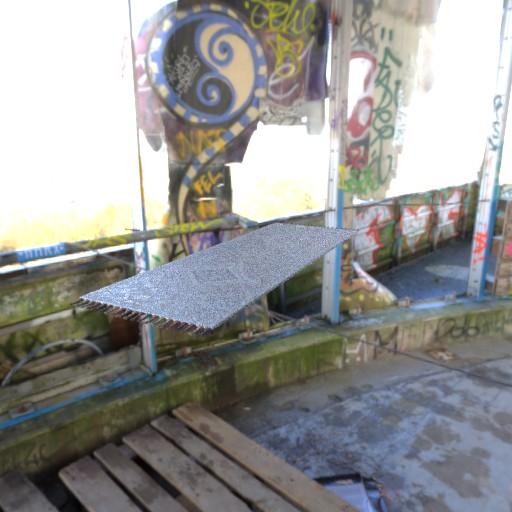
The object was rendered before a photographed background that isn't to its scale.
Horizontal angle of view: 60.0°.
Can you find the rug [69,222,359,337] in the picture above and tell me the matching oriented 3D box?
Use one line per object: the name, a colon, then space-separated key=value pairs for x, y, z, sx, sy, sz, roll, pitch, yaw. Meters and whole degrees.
rug: x=0.000 y=0.000 z=2.801 sx=1.324 sy=0.018 sz=2.378 roll=14 pitch=20 yaw=42
